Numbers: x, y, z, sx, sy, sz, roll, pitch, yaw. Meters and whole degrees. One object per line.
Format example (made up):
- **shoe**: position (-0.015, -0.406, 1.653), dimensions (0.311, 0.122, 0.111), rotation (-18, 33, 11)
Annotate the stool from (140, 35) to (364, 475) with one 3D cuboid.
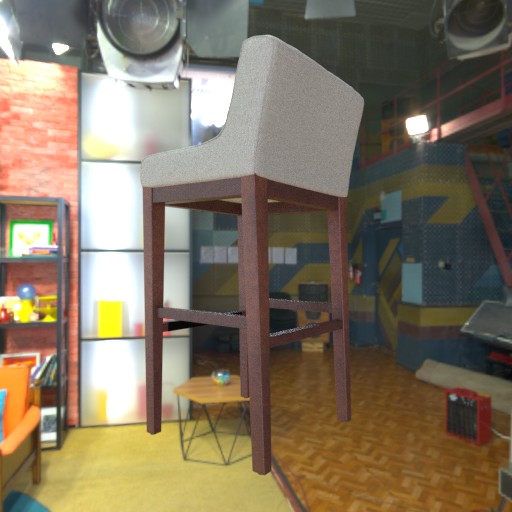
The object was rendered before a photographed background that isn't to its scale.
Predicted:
- **stool**: position (0.000, 0.000, 1.343), dimensions (0.500, 1.037, 0.511), rotation (0, -1, 38)
